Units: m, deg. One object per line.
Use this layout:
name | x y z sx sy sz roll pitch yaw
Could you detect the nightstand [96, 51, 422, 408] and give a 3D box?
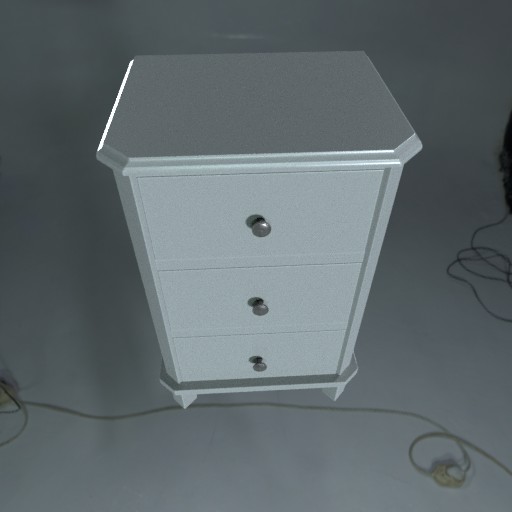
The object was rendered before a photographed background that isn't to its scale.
nightstand | 0.000 0.000 0.910 0.435 0.680 0.348 -2 44 -2
